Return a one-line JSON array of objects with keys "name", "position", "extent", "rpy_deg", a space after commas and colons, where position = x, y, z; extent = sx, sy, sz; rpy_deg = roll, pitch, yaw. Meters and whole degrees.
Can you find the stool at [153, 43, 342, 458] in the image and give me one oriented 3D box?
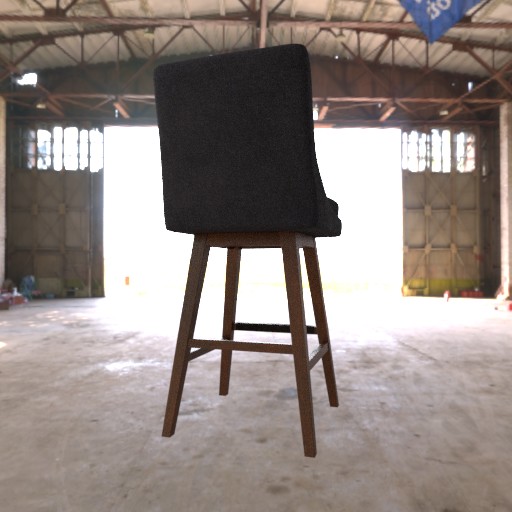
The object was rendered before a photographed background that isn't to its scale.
[{"name": "stool", "position": [0.000, 0.000, 1.416], "extent": [0.489, 1.068, 0.572], "rpy_deg": [0, -1, 18]}]
